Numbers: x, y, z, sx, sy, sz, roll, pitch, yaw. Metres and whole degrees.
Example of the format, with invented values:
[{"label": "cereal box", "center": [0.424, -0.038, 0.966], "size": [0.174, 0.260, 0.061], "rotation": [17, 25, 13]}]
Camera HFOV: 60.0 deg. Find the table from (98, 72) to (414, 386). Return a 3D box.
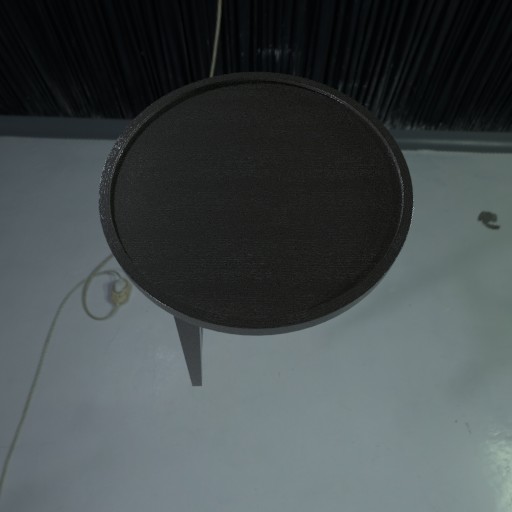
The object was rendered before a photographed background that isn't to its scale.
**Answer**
[{"label": "table", "center": [0.000, 0.000, 0.947], "size": [0.500, 0.531, 0.500], "rotation": [0, 62, 0]}]
